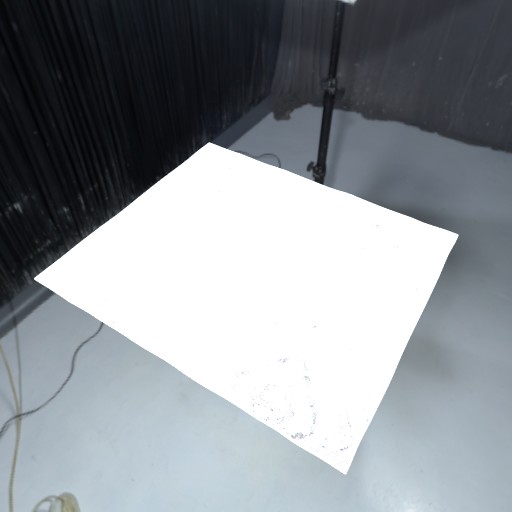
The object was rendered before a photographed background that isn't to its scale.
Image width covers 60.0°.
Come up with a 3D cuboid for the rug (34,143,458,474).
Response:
[{"bbox_3d":[0.000,0.000,0.870,0.639,0.006,0.548,25,52,22],"label":"rug"}]
